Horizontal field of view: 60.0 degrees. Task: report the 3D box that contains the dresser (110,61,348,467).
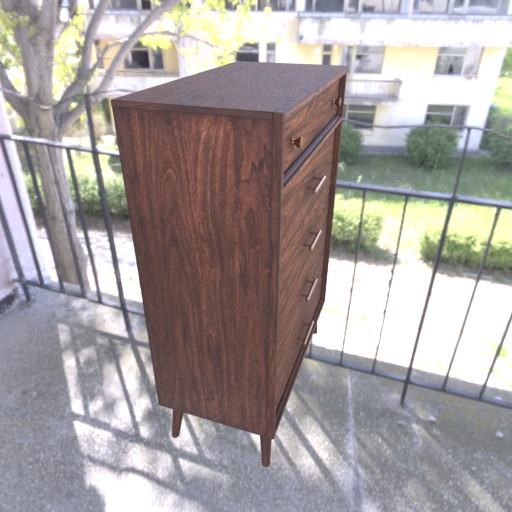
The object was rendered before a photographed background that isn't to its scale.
[{"bbox_3d":[0.000,0.000,1.825,0.498,1.365,0.919,10,31,17],"label":"dresser"}]
